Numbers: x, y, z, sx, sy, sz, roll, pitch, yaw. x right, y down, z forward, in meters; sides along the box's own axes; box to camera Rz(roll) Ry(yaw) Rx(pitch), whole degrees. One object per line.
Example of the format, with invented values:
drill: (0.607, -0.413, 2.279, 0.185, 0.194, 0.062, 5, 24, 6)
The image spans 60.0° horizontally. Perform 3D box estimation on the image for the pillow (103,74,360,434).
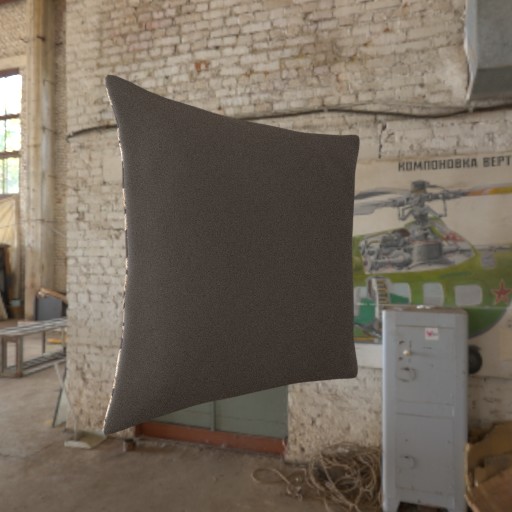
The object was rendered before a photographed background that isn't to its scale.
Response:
pillow: (0.000, 0.000, 0.776, 0.526, 0.507, 0.166, 0, -1, -36)
